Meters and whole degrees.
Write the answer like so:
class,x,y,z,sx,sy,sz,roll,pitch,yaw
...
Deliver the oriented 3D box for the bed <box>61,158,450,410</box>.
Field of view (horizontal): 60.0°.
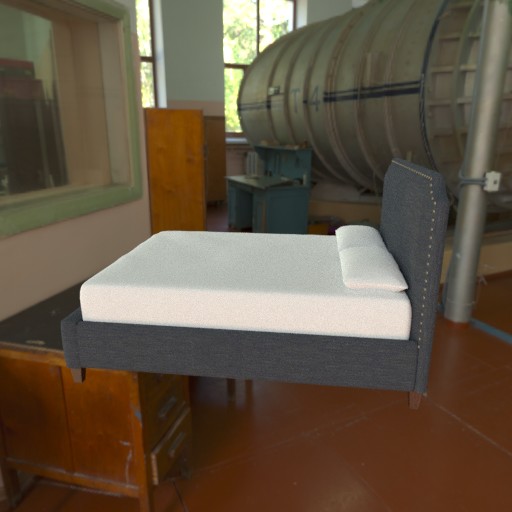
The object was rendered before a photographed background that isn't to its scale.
class,x,y,z,sx,sy,sz,roll,pitch,yaw
bed,0.000,0.000,3.475,2.372,1.443,1.713,2,16,7
